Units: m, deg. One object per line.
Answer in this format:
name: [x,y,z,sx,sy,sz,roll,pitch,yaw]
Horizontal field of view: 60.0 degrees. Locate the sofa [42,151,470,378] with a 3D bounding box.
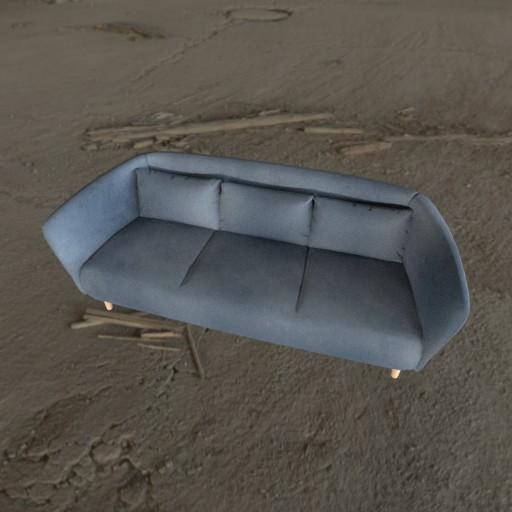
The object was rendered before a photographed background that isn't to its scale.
sofa: [0.000,0.000,2.530,2.095,0.795,0.849,11,41,13]
